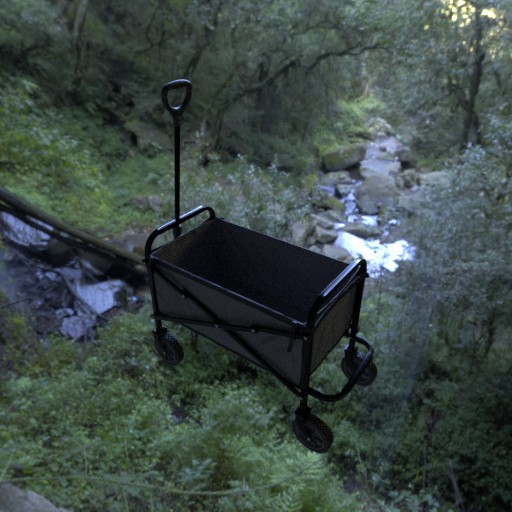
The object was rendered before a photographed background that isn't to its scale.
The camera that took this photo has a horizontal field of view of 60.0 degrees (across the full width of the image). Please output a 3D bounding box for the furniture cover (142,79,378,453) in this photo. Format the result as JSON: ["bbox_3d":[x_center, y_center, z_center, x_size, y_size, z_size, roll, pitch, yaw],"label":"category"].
[{"bbox_3d":[0.000,0.000,1.834,1.038,1.295,0.532,21,37,30],"label":"furniture cover"}]
